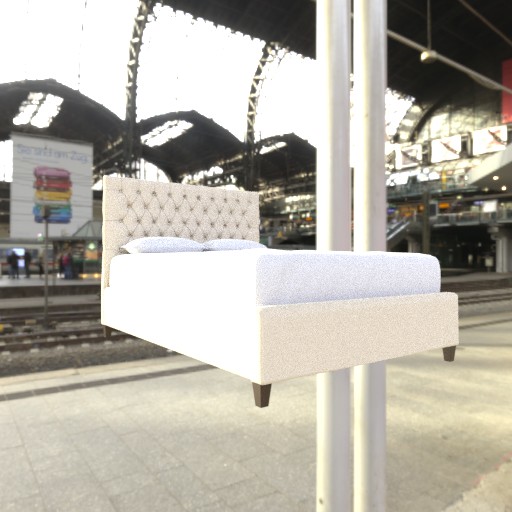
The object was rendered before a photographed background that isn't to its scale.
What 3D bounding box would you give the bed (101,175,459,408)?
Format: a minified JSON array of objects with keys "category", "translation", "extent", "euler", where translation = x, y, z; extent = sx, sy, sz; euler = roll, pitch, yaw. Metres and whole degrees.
[{"category":"bed","translation":[0.000,0.000,3.467],"extent":[1.698,1.427,2.387],"euler":[0,-1,-36]}]
